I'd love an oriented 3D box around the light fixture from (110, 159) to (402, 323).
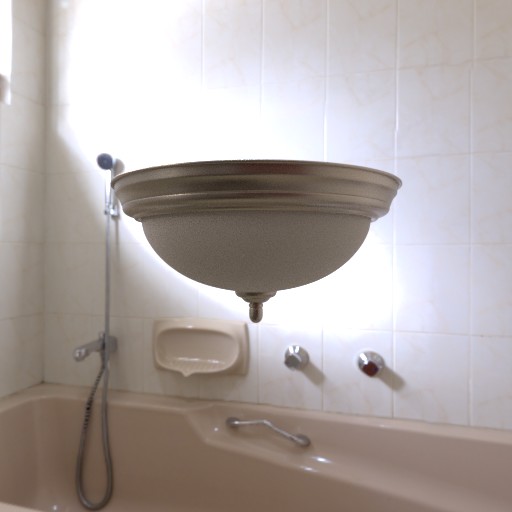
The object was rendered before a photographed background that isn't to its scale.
[{"bbox_3d":[0.000,0.000,0.447,0.280,0.135,0.280,0,0,0],"label":"light fixture"}]
